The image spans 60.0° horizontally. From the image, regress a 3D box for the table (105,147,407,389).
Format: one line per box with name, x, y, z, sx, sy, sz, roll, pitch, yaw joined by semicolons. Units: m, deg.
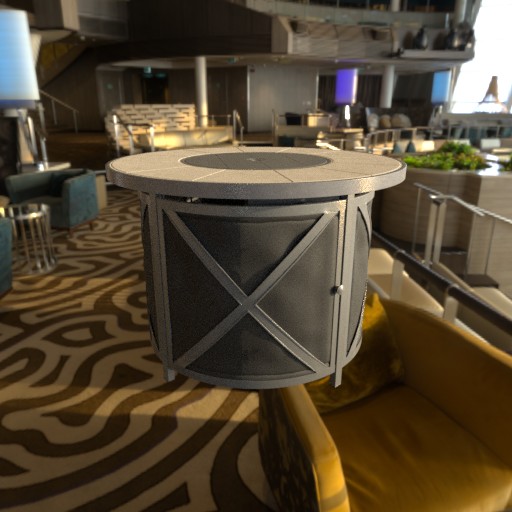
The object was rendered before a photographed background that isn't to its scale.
table;0.000;0.000;1.518;0.914;0.650;0.914;0;19;0
